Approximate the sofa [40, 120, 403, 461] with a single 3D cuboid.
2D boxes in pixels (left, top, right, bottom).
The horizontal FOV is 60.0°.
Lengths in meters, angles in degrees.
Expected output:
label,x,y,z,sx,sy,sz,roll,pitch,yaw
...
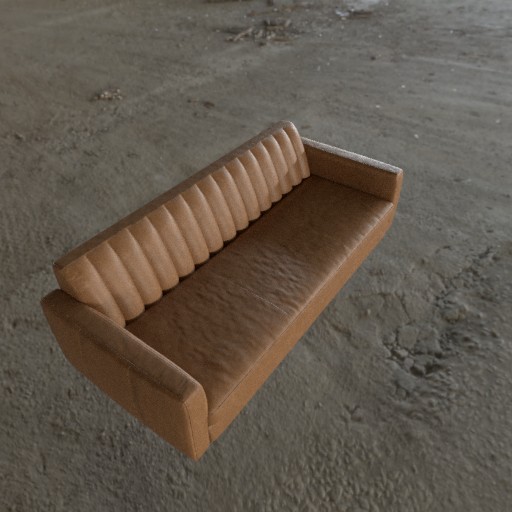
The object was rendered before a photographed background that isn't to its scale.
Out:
label,x,y,z,sx,sy,sz,roll,pitch,yaw
sofa,0.000,0.000,2.749,0.990,0.821,2.291,26,47,26
